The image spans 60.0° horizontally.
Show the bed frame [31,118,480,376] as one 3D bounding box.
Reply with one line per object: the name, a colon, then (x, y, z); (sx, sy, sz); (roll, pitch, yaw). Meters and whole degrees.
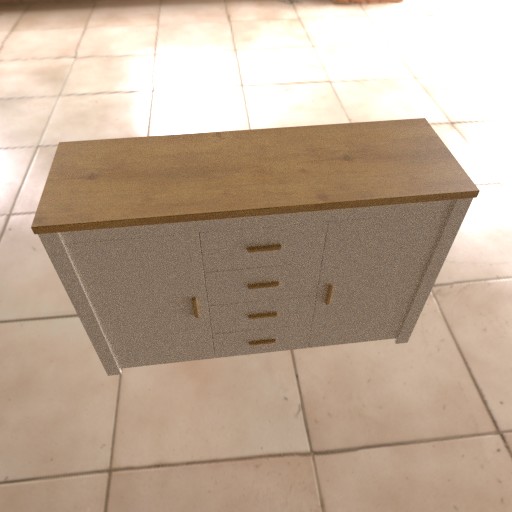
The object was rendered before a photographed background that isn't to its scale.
bed frame: (0.000, 0.000, 1.727); (1.300, 0.850, 0.430); (-5, 47, -5)
